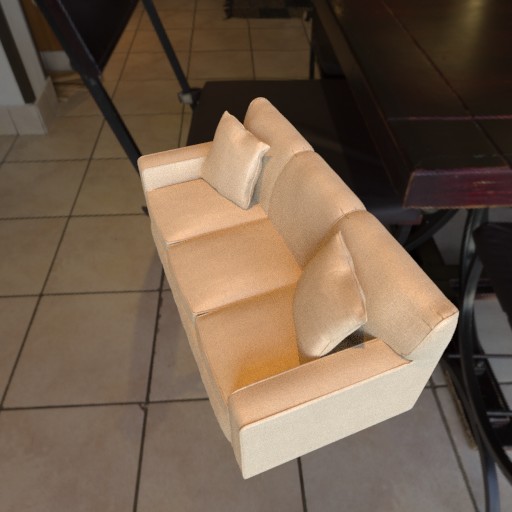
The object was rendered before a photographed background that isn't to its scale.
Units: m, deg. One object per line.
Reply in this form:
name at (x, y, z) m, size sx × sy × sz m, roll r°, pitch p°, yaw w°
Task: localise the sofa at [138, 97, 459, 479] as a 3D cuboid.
sofa at (0.000, 0.000, 2.562) m, size 0.997 × 0.958 × 2.024 m, roll -16°, pitch 48°, yaw -15°
